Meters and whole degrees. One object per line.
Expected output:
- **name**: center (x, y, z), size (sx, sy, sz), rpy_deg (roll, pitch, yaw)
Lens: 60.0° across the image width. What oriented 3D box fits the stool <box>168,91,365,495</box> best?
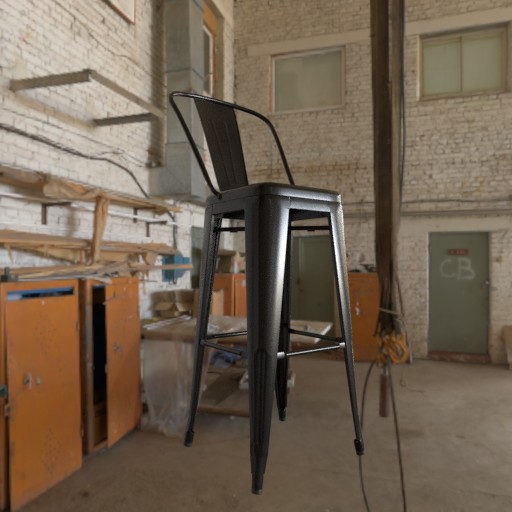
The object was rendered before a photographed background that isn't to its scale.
- **stool**: center (0.000, 0.000, 1.319), size (0.399, 1.096, 0.513), rpy_deg (1, -1, -36)
